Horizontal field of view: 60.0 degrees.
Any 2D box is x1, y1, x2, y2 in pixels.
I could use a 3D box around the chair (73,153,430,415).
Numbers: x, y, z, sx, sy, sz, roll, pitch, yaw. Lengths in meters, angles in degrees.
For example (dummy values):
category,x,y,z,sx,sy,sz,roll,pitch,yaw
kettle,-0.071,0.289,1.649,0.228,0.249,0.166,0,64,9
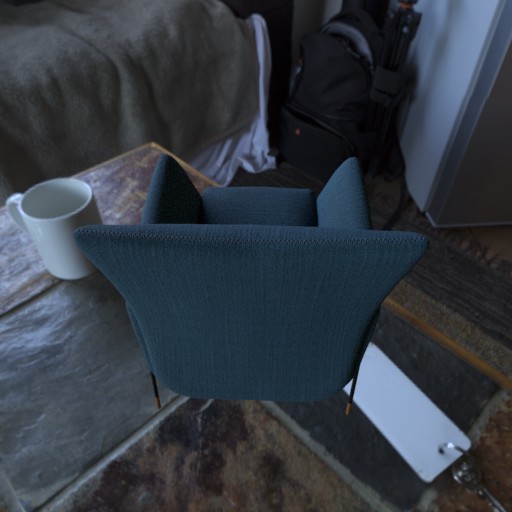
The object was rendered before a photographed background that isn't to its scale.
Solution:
category,x,y,z,sx,sy,sz,roll,pitch,yaw
chair,0.000,0.000,1.372,0.678,0.859,0.769,1,47,1
